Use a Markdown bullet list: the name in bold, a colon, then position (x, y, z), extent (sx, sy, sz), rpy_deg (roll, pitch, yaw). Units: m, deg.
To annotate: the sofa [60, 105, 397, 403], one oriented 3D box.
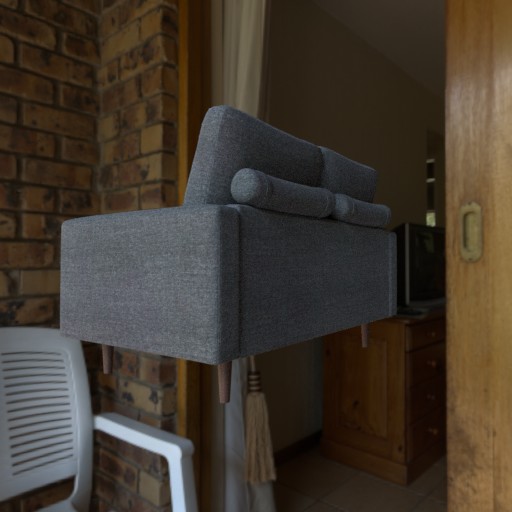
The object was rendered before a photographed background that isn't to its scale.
- **sofa**: position (0.000, 0.000, 1.962), extent (0.842, 0.907, 1.407), rpy_deg (-1, -1, 37)
